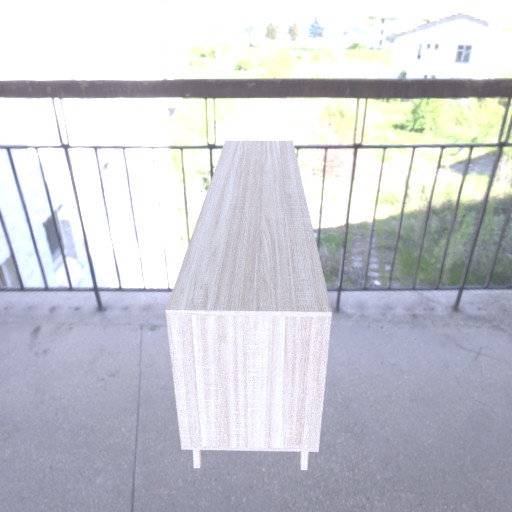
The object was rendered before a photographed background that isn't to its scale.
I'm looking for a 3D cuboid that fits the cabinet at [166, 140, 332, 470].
[{"bbox_3d":[0.000,0.000,2.484,0.500,0.780,2.200,1,28,1],"label":"cabinet"}]
